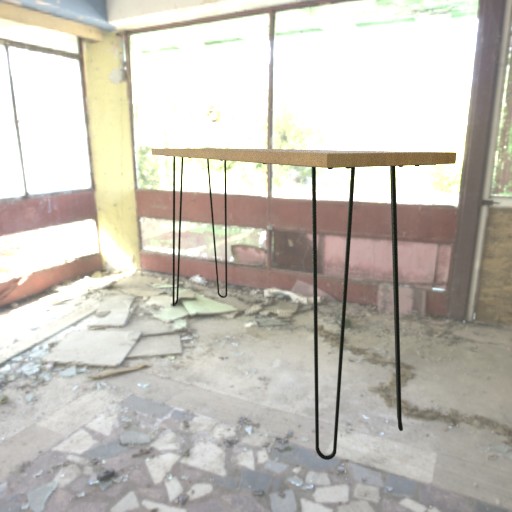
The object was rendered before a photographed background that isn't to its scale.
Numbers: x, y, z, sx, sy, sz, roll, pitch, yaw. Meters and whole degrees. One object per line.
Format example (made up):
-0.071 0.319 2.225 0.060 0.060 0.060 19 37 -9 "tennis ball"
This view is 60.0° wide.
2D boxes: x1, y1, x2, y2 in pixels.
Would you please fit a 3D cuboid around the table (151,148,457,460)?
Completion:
0.000 0.000 1.713 0.399 0.799 1.400 -7 16 -27 "table"
